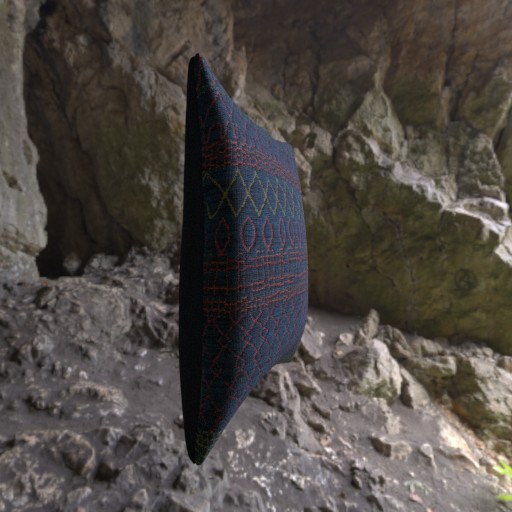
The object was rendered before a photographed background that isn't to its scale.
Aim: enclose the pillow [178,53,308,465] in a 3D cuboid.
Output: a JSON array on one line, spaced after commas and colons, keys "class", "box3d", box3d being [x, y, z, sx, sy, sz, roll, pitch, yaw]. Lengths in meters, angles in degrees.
[{"class": "pillow", "box3d": [0.000, 0.000, 0.663, 0.141, 0.431, 0.431, 0, 2, 17]}]
